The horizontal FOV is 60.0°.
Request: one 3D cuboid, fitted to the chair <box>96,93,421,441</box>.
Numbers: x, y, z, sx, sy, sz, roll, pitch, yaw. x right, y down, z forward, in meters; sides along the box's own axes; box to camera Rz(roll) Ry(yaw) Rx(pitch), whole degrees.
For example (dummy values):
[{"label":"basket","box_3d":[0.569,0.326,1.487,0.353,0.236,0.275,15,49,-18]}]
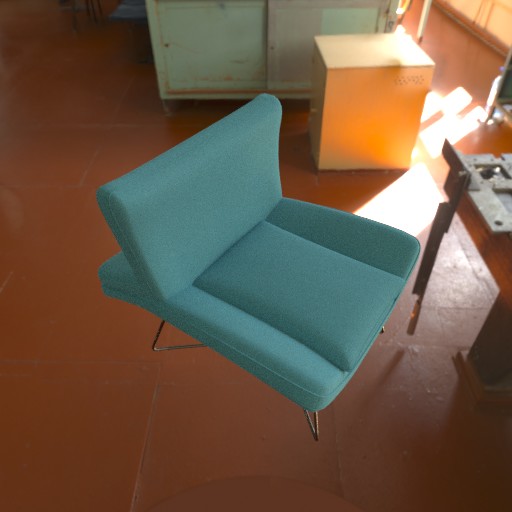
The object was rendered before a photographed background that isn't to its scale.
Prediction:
[{"label":"chair","box_3d":[0.000,0.000,1.651,1.008,0.855,0.859,25,48,25]}]
